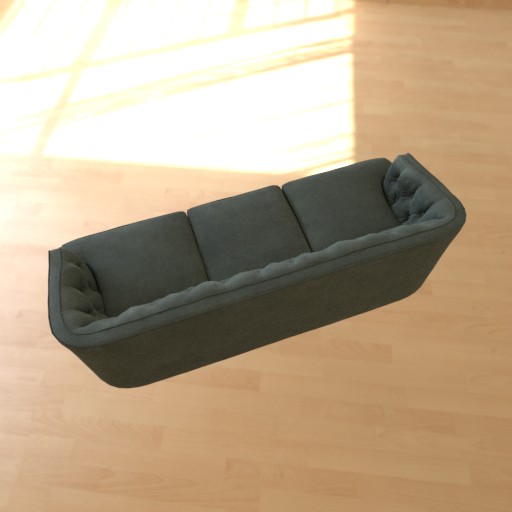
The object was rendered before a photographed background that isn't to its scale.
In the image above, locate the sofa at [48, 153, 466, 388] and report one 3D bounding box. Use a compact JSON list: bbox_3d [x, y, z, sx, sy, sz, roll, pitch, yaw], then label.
[{"bbox_3d":[0.000,0.000,2.730,2.278,0.855,0.941,-17,60,-10],"label":"sofa"}]
